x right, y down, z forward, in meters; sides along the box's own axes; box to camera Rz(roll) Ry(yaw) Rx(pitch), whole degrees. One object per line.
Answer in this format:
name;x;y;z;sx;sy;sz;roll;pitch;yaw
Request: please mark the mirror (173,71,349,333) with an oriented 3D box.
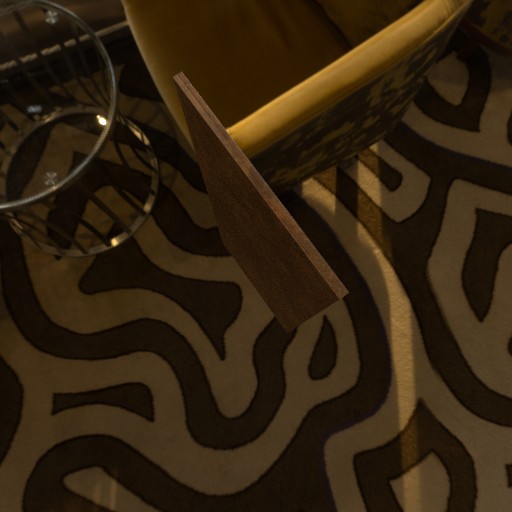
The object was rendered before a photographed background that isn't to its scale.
mirror;0.000;0.000;2.241;0.032;2.031;0.812;-35;80;-7
